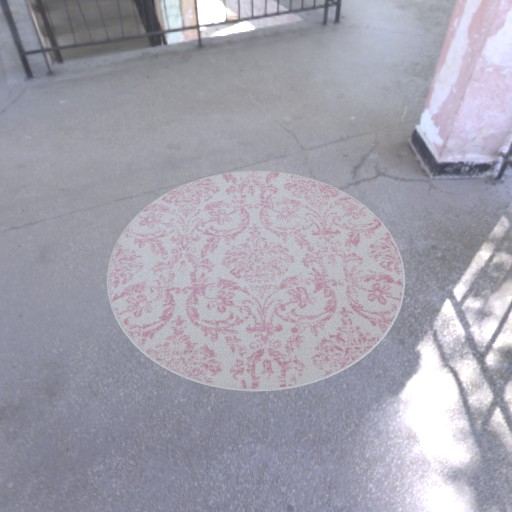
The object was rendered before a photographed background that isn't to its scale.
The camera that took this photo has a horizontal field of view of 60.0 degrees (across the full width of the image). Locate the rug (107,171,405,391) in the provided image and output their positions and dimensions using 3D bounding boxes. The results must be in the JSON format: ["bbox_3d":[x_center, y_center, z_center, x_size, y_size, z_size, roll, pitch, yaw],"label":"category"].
[{"bbox_3d":[0.000,0.000,2.434,1.593,0.012,1.593,0,46,0],"label":"rug"}]
